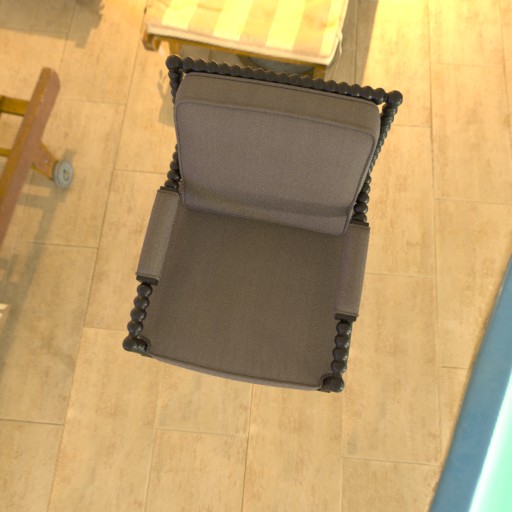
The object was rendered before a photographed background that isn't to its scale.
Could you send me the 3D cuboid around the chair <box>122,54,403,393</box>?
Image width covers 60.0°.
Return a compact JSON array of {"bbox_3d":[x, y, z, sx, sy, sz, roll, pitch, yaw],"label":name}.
[{"bbox_3d":[0.000,0.000,1.134,0.540,0.661,0.622,10,74,3],"label":"chair"}]
